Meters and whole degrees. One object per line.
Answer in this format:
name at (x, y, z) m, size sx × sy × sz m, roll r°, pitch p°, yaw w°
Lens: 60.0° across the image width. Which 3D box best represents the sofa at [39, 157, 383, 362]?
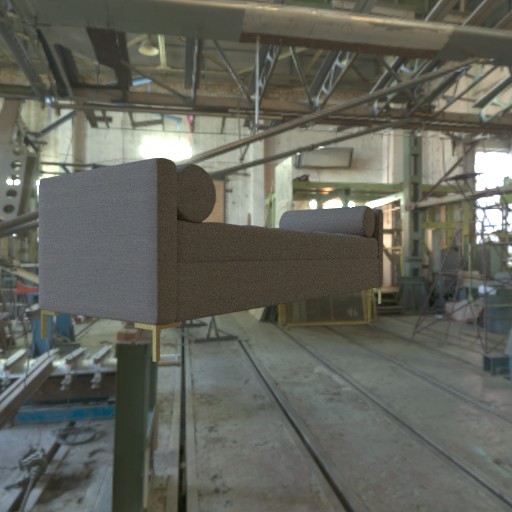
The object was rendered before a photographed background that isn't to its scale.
sofa at (0.000, 0.000, 2.332) m, size 0.686 × 0.635 × 1.981 m, roll 0°, pitch 0°, yaw 35°
